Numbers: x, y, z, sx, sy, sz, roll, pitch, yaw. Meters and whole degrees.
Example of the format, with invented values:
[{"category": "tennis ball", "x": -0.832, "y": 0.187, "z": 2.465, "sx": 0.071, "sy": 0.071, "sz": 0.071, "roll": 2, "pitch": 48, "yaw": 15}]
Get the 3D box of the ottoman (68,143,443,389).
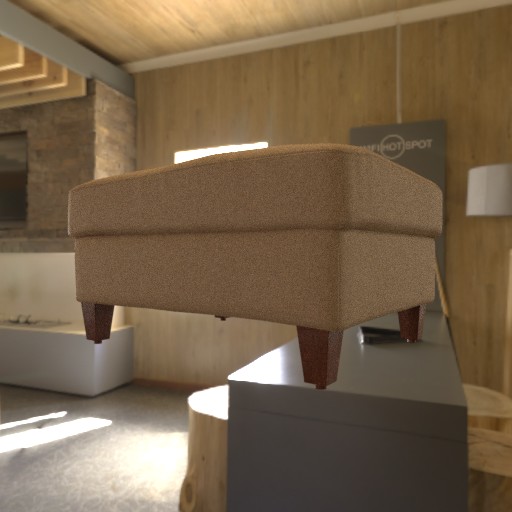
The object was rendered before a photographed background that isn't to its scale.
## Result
[{"category": "ottoman", "x": 0.000, "y": 0.000, "z": 1.305, "sx": 0.902, "sy": 0.511, "sz": 0.692, "roll": 0, "pitch": 0, "yaw": 36}]
